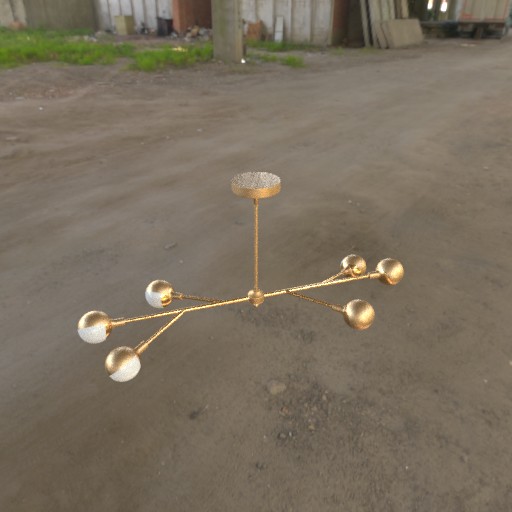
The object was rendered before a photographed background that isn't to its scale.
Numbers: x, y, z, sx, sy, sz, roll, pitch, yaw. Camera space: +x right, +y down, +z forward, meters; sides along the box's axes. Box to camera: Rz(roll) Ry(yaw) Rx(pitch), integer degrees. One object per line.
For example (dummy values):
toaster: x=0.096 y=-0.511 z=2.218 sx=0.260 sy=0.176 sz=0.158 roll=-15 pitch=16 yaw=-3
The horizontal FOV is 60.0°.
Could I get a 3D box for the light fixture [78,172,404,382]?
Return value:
light fixture: x=0.000 y=0.000 z=1.006 sx=0.778 sy=0.362 sz=0.434 roll=-1 pitch=30 yaw=-2
